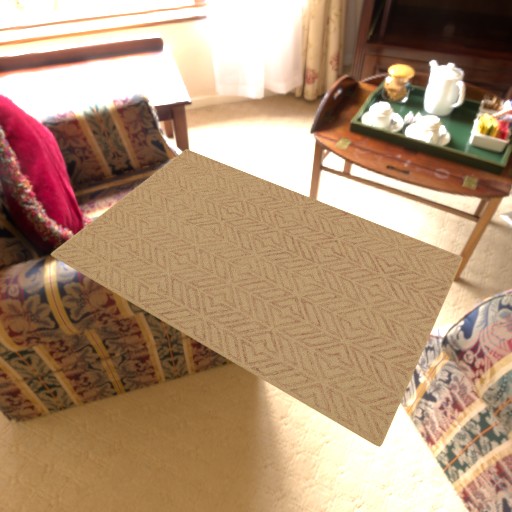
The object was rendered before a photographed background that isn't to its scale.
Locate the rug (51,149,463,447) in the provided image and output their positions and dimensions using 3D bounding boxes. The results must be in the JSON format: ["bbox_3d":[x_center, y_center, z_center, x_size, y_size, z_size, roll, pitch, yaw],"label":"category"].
[{"bbox_3d":[0.000,0.000,3.078,2.438,0.008,1.523,25,52,21],"label":"rug"}]
